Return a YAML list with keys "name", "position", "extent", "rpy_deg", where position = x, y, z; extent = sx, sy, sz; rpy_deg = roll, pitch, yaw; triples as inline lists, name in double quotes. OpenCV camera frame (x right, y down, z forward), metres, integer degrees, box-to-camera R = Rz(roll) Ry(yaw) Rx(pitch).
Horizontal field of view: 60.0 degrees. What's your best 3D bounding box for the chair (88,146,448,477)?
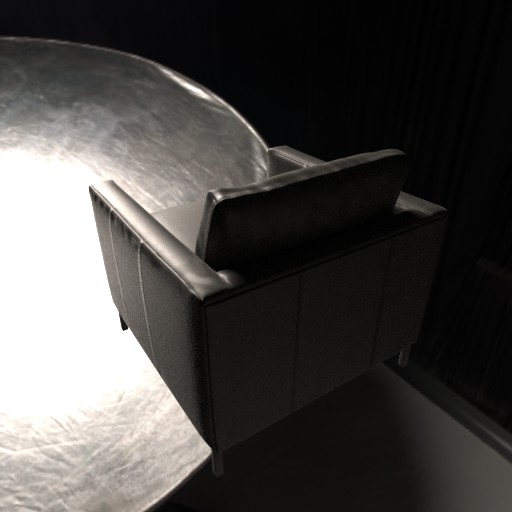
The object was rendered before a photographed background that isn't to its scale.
- name: "chair"
  position: [0.000, 0.000, 1.517]
  extent: [0.967, 0.824, 0.861]
  rpy_deg: [-18, 35, -29]
